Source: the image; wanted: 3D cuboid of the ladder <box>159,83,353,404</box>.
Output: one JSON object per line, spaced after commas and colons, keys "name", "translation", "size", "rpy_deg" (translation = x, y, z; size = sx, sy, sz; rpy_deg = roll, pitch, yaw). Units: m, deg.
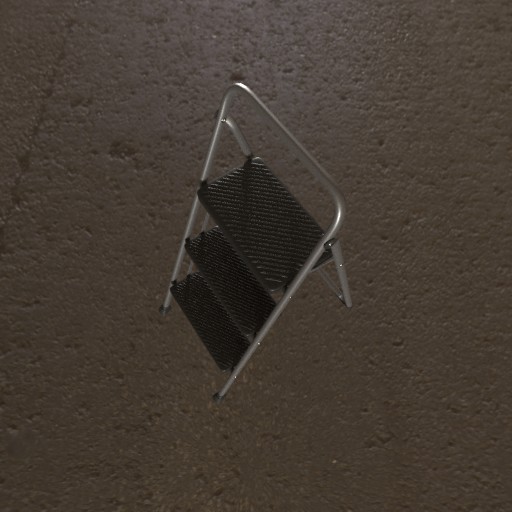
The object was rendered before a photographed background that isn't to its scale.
{"name": "ladder", "translation": [0.000, 0.000, 1.286], "size": [0.629, 0.945, 0.430], "rpy_deg": [-32, 68, -14]}
